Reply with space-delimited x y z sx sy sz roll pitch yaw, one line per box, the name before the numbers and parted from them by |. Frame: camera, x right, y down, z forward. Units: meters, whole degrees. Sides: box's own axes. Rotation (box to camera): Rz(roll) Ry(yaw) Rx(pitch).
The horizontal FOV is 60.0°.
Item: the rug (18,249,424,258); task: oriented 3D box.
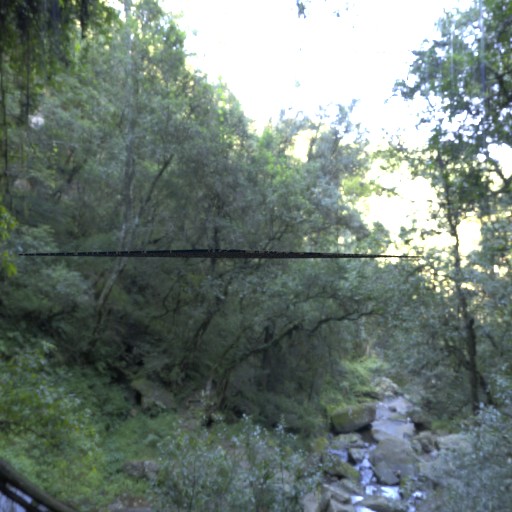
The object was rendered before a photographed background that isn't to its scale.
rug | 0.000 0.000 3.003 1.517 0.011 2.435 -1 -1 37
